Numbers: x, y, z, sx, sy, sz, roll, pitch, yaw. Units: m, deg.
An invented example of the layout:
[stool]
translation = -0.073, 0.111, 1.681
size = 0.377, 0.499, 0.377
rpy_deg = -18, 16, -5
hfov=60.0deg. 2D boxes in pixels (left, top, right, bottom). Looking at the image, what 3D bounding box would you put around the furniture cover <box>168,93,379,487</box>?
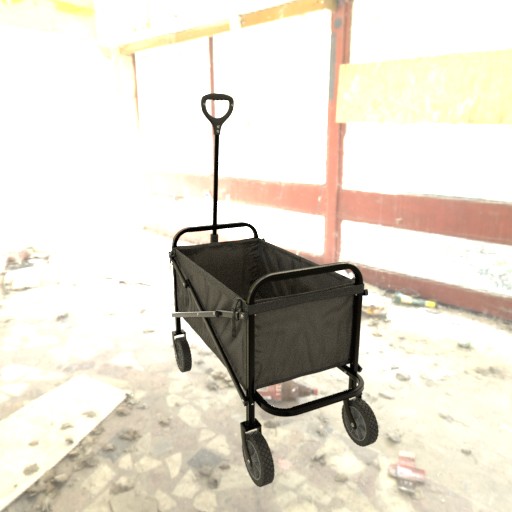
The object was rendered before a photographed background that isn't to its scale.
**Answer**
[furniture cover]
translation = 0.000, 0.000, 1.790
size = 0.532, 1.295, 1.038
rpy_deg = -8, 17, -26
